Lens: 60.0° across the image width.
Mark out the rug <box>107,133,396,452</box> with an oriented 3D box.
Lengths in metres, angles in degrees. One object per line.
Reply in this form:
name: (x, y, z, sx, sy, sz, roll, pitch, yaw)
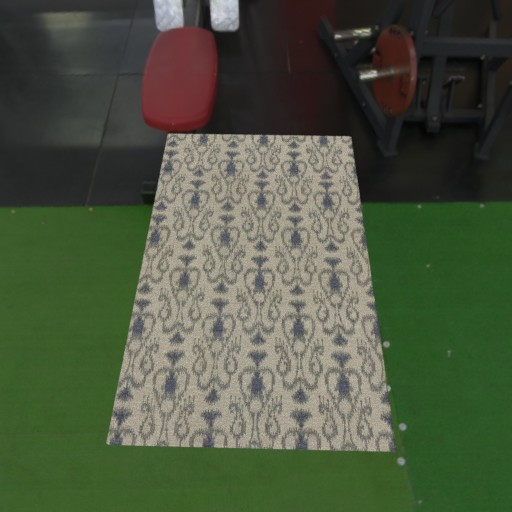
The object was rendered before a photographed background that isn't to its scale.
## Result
rug: (0.000, 0.000, 2.040, 1.035, 0.006, 1.652, 1, 56, 1)
